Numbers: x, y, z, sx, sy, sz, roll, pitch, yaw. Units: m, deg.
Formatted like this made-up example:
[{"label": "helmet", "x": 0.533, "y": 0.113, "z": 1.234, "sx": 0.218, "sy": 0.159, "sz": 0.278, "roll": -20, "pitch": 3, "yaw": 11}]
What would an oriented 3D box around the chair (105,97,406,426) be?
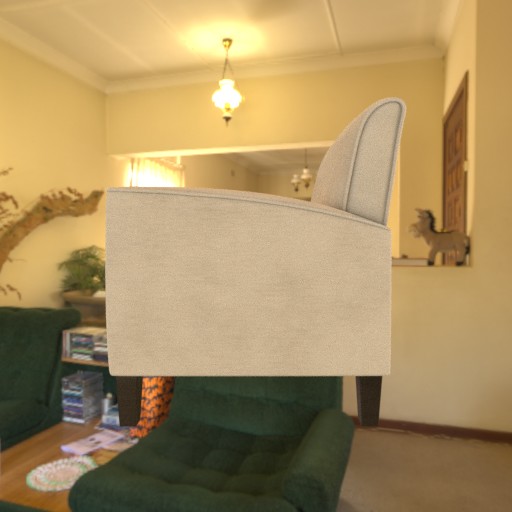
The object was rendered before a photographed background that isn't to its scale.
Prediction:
[{"label": "chair", "x": 0.000, "y": 0.000, "z": 1.573, "sx": 0.821, "sy": 0.915, "sz": 0.820, "roll": 0, "pitch": 1, "yaw": 0}]
